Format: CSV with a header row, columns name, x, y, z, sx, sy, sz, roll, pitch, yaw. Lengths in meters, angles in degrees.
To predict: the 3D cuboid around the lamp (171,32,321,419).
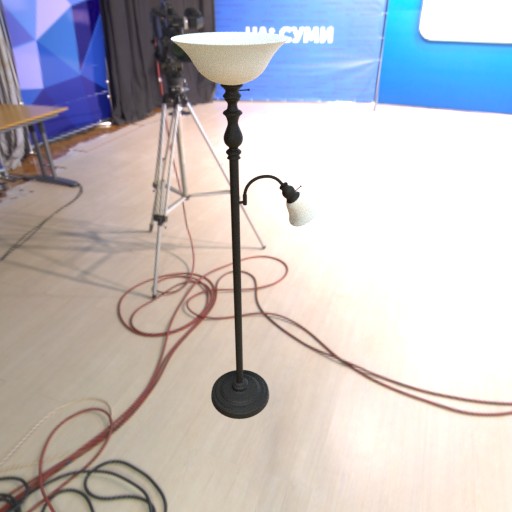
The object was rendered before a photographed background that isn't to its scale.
name,x,y,z,sx,sy,sz,roll,pitch,yaw
lamp,0.000,0.000,2.013,0.588,1.793,0.405,-10,33,-15
